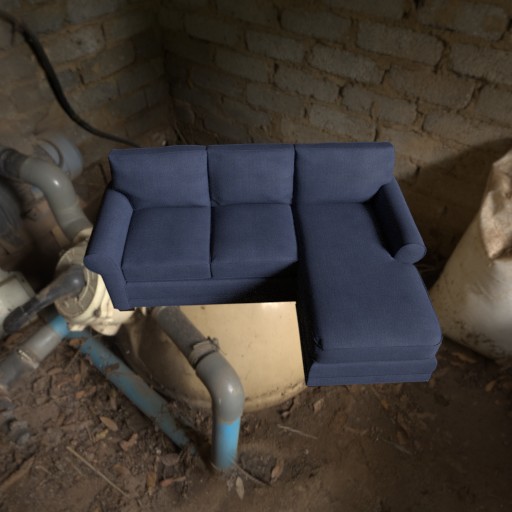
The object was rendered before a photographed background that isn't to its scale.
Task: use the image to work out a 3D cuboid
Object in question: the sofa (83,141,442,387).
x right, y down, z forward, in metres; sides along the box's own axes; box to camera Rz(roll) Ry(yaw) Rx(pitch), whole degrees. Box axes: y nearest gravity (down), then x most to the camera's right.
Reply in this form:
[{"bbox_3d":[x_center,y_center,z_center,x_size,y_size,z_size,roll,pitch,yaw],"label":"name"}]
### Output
[{"bbox_3d":[0.000,0.000,3.442,2.567,1.063,1.780,-2,46,-2],"label":"sofa"}]
